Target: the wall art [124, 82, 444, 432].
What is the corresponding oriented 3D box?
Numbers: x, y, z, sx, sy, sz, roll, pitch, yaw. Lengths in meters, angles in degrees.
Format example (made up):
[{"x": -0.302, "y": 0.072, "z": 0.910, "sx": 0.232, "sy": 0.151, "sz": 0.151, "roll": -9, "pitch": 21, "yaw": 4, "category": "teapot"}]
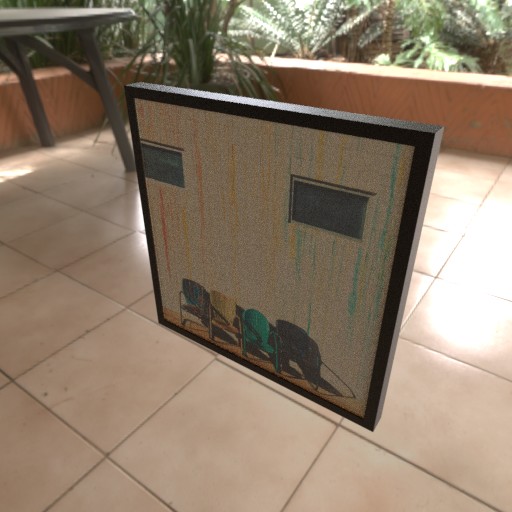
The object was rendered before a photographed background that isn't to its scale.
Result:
[{"x": 0.000, "y": 0.000, "z": 0.755, "sx": 0.506, "sy": 0.506, "sz": 0.037, "roll": 19, "pitch": 36, "yaw": 29, "category": "wall art"}]
